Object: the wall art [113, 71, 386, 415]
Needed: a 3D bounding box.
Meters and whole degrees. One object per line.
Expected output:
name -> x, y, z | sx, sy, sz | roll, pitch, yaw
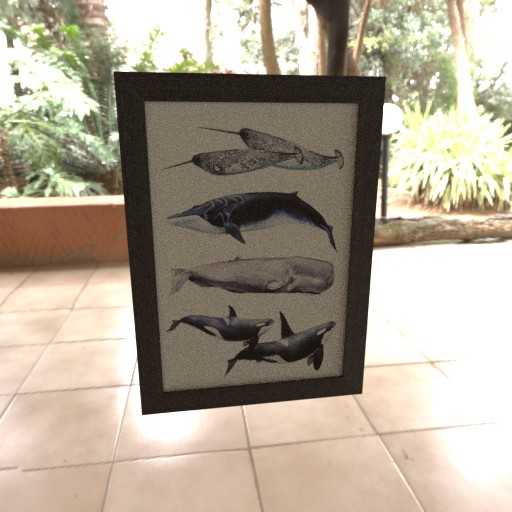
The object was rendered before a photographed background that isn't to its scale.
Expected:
wall art -> 0.000, 0.000, 1.463 | 0.810, 1.116, 0.016 | -3, 16, -9
